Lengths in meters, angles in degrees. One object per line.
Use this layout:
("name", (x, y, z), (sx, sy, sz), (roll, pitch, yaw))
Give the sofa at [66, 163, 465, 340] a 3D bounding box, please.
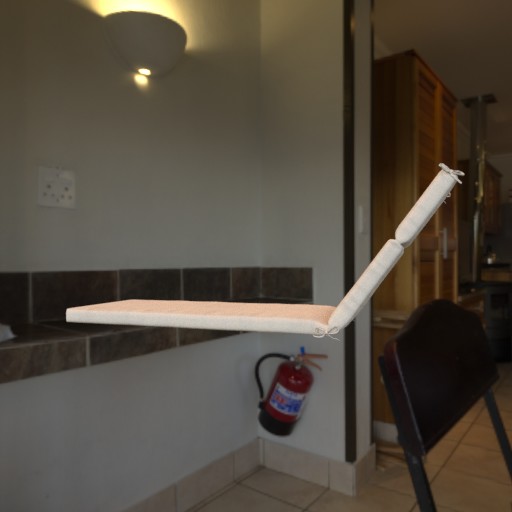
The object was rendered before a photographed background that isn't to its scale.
("sofa", (0.000, 0.000, 1.996), (1.663, 0.622, 0.582), (0, -1, 18))
